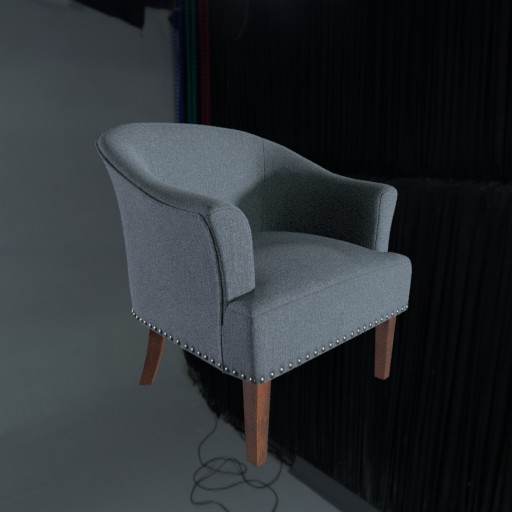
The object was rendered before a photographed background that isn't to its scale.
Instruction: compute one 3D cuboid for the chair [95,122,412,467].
[{"bbox_3d":[0.000,0.000,1.373,0.798,0.815,0.704,-13,18,-43],"label":"chair"}]
